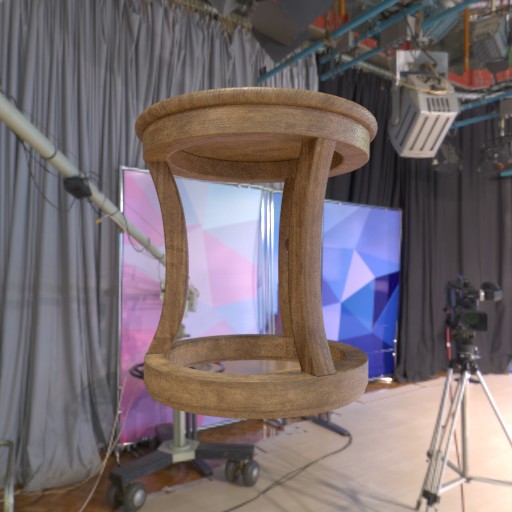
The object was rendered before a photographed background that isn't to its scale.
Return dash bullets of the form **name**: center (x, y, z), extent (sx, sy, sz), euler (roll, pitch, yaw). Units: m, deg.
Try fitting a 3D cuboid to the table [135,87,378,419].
- **table**: center (0.000, 0.000, 0.815), extent (0.432, 0.460, 0.432), euler (0, -1, 0)
